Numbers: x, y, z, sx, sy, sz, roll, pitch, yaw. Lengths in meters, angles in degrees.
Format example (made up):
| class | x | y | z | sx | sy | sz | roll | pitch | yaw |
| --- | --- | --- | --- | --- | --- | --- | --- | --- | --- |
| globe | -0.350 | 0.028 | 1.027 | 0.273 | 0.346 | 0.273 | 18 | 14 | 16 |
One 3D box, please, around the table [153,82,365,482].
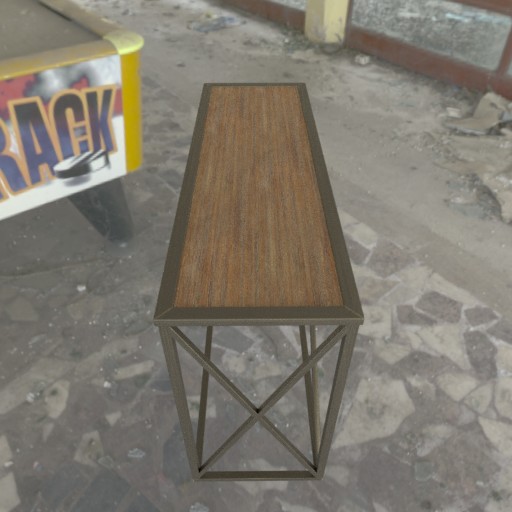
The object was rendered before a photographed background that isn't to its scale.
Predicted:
| class | x | y | z | sx | sy | sz | roll | pitch | yaw |
| --- | --- | --- | --- | --- | --- | --- | --- | --- | --- |
| table | 0.000 | 0.000 | 1.543 | 0.402 | 0.753 | 1.216 | 0 | 41 | 0 |
